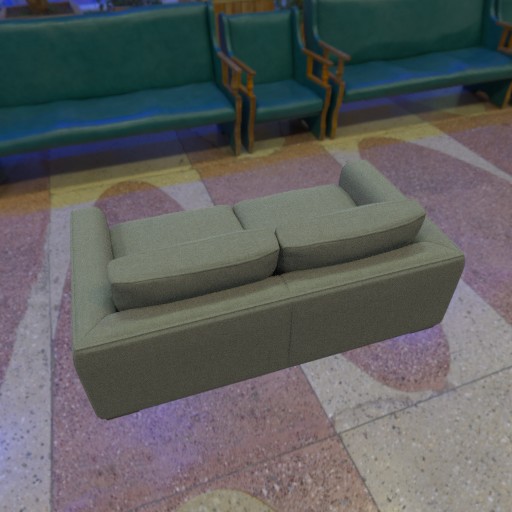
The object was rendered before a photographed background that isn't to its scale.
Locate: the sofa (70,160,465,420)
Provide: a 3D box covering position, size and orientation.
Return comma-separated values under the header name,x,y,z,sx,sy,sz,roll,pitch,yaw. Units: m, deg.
name,x,y,z,sx,sy,sz,roll,pitch,yaw
sofa,0.000,0.000,2.459,1.920,0.800,1.069,-12,43,-14
